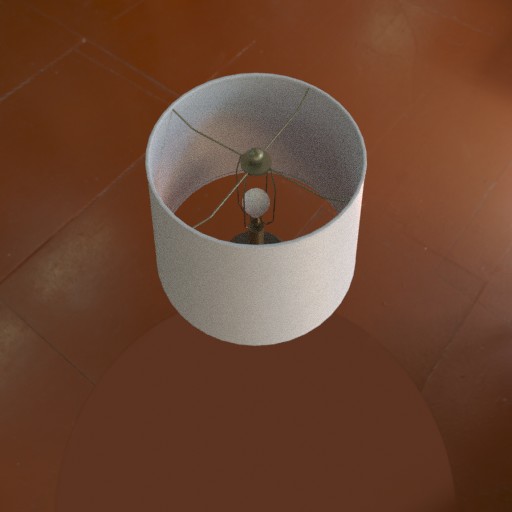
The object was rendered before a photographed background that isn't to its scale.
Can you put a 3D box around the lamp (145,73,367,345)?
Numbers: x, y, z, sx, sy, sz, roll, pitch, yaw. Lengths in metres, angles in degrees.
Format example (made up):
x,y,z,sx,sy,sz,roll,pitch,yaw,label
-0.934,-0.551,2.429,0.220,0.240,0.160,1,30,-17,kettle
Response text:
x,y,z,sx,sy,sz,roll,pitch,yaw,label
0.000,0.000,0.556,0.239,0.399,0.239,0,63,0,lamp
